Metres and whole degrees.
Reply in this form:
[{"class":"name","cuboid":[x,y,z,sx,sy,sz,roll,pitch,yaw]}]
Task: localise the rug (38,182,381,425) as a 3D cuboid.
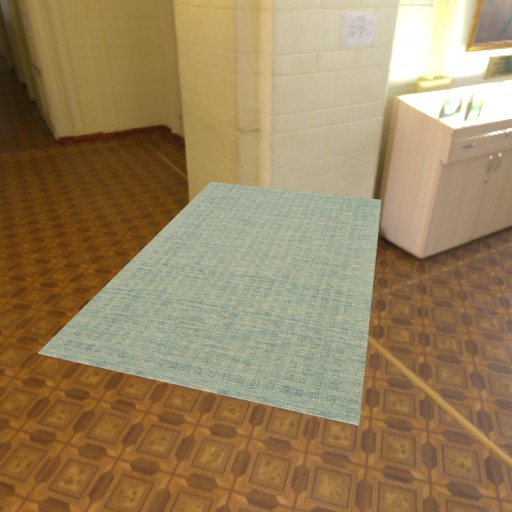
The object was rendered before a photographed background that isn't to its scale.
[{"class":"rug","cuboid":[0.000,0.000,2.195,1.142,0.006,1.752,8,32,14]}]
